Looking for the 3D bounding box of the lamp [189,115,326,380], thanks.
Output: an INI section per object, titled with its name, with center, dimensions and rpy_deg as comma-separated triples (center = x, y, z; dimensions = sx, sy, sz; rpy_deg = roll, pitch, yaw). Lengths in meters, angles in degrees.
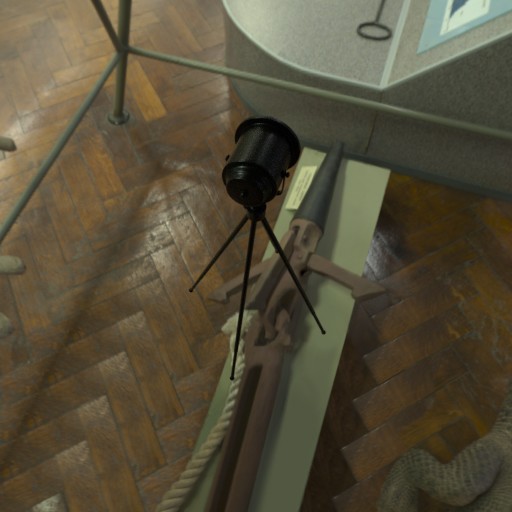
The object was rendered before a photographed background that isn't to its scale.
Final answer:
[lamp]
center = 0.000, 0.000, 2.048
dimensions = 0.879, 1.504, 0.884
rpy_deg = 17, 64, 8
